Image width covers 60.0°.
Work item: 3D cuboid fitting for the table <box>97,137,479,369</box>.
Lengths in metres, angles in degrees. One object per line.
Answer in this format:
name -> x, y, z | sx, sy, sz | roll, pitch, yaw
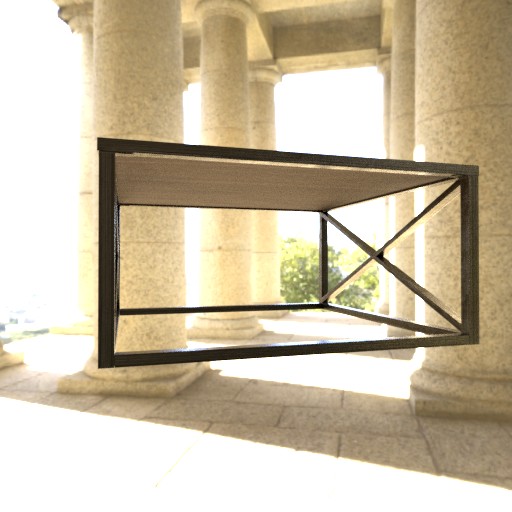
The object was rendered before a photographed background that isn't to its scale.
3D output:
table -> 0.000, 0.000, 1.419 | 0.909, 0.451, 0.899 | 0, -1, -16
